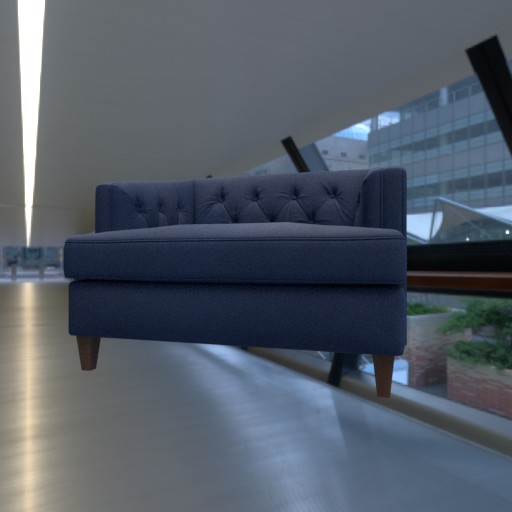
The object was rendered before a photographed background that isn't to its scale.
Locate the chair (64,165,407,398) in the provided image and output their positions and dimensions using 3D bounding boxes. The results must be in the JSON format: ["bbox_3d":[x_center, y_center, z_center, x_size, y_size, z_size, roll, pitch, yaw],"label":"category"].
[{"bbox_3d":[0.000,0.000,1.755,1.118,0.787,0.914,0,0,17],"label":"chair"}]
